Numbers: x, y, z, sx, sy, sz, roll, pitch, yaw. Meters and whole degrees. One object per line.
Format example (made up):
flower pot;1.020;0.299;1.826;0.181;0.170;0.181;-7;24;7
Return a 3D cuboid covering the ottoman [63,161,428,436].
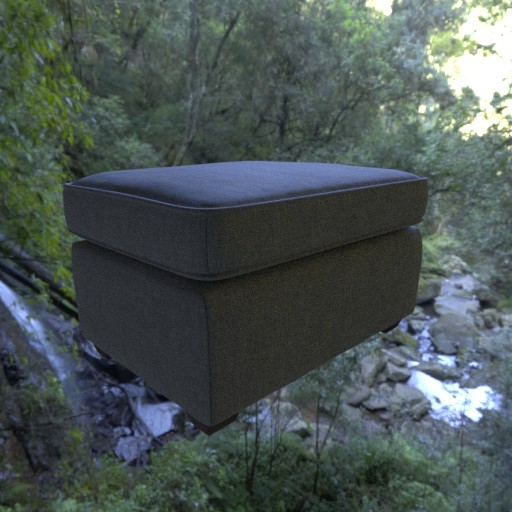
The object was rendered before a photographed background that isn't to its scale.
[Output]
ottoman;0.000;0.000;1.114;0.762;0.457;0.559;-15;21;-42
